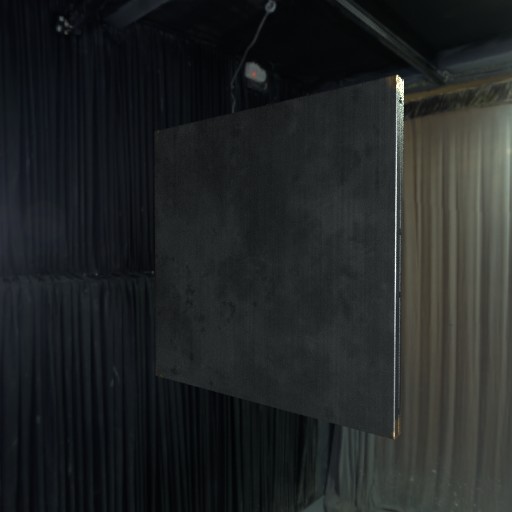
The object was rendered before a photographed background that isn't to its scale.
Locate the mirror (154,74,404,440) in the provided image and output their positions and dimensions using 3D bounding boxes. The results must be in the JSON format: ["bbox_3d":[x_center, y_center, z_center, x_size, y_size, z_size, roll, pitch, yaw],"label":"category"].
[{"bbox_3d":[0.000,0.000,0.584,0.382,0.381,0.020,1,2,37],"label":"mirror"}]
